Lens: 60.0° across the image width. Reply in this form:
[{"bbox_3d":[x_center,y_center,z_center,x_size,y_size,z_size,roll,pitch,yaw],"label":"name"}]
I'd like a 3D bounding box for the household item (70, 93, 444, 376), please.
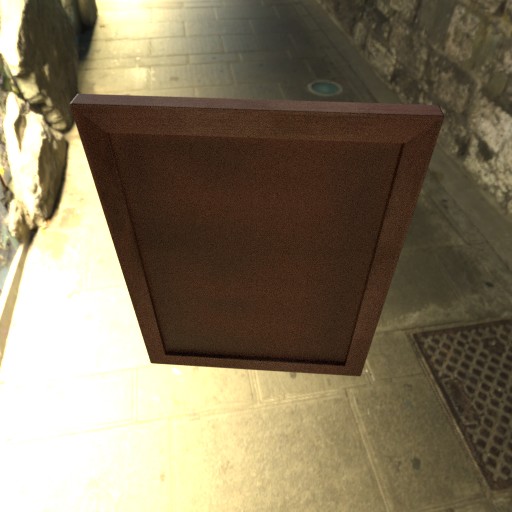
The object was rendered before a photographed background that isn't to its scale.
[{"bbox_3d":[0.000,0.000,0.532,0.310,0.407,0.067,3,45,3],"label":"household item"}]
